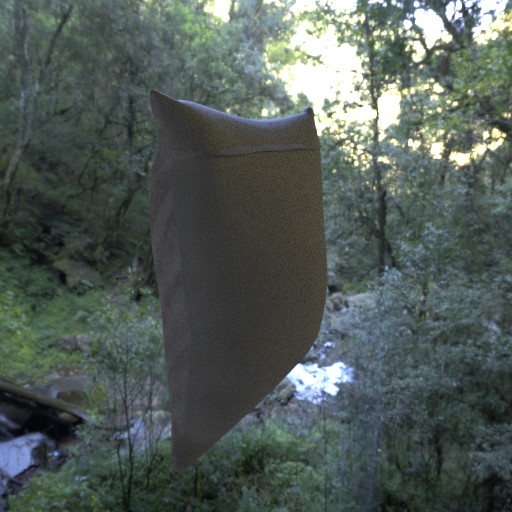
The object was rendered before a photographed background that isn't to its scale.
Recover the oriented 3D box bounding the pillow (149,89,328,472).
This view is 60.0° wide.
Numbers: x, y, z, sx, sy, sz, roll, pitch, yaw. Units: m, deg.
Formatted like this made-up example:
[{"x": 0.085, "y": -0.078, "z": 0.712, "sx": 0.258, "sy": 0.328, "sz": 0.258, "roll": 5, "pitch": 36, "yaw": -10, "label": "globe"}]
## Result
[{"x": 0.000, "y": 0.000, "z": 0.657, "sx": 0.182, "sy": 0.441, "sz": 0.440, "roll": 8, "pitch": 17, "yaw": 26, "label": "pillow"}]
